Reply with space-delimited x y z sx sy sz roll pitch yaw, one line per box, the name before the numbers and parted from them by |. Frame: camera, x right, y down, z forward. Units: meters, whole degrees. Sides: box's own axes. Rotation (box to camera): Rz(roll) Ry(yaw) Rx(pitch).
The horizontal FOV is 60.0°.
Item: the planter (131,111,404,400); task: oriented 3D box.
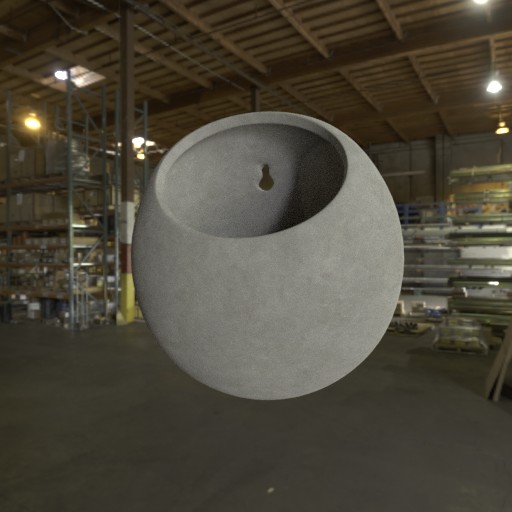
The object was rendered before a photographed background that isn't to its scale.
planter | 0.000 0.000 0.292 0.185 0.188 0.071 0 0 17
